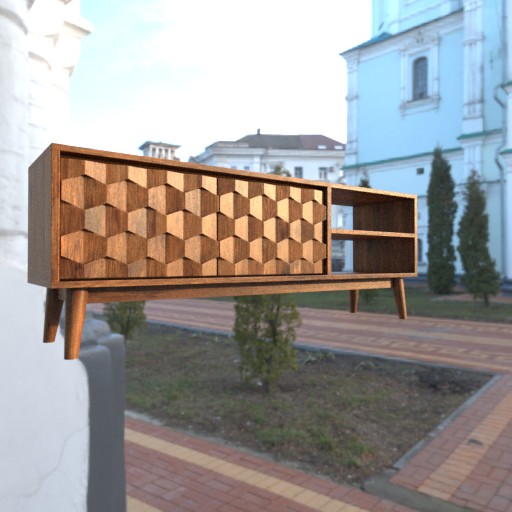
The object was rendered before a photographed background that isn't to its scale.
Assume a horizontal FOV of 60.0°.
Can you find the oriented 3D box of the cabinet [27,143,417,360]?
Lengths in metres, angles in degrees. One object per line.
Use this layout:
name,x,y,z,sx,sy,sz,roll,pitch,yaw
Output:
cabinet,0.000,0.000,1.619,1.448,0.528,0.349,1,-1,-35
